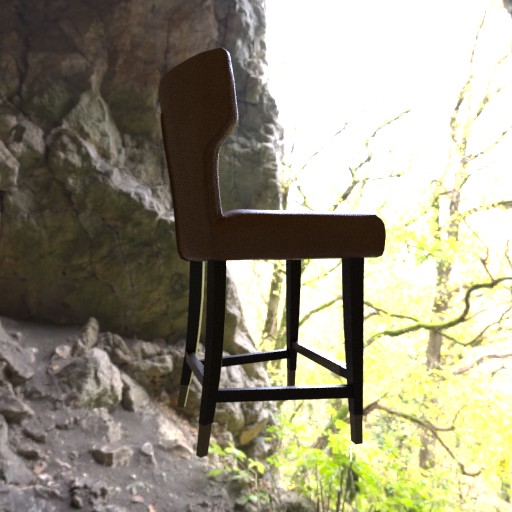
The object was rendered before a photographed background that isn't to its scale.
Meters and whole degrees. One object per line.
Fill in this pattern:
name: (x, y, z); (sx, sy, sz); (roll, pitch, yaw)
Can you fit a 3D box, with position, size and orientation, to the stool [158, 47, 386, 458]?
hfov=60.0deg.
stool: (0.000, 0.000, 1.319); (0.563, 0.982, 0.526); (0, 1, -18)
